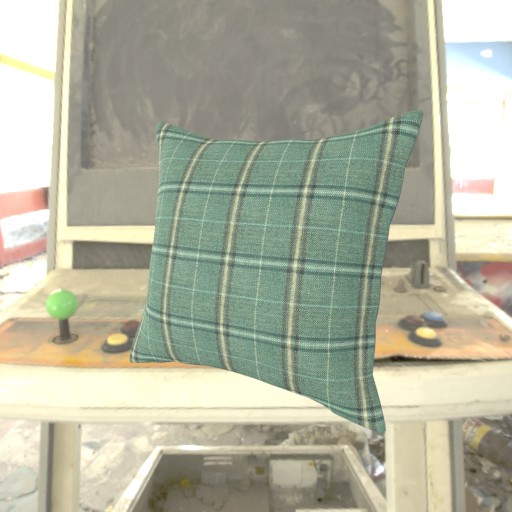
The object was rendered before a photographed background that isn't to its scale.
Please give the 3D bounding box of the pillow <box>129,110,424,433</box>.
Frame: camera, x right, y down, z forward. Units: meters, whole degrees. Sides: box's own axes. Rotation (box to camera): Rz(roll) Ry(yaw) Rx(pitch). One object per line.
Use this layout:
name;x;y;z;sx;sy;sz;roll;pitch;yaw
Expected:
pillow;0.000;0.000;0.698;0.453;0.430;0.200;6;14;26
